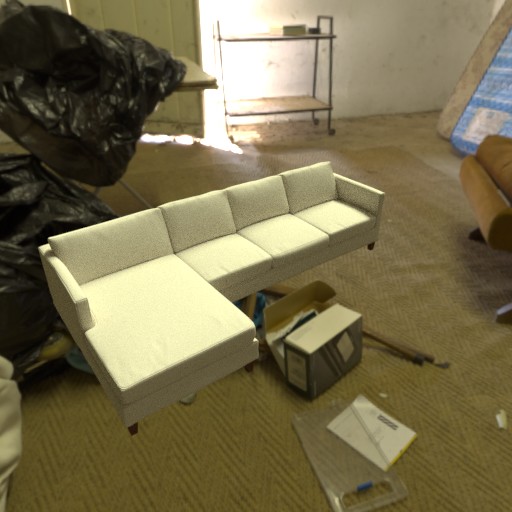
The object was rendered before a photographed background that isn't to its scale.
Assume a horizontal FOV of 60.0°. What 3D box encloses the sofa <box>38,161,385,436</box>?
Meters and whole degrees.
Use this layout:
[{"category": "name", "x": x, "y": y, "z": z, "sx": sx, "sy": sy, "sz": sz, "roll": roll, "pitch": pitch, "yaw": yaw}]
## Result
[{"category": "sofa", "x": 0.000, "y": 0.000, "z": 3.943, "sx": 3.186, "sy": 0.846, "sz": 1.625, "roll": -21, "pitch": 36, "yaw": -31}]
